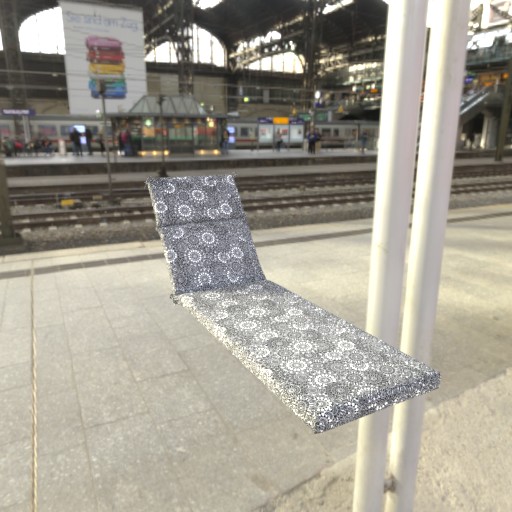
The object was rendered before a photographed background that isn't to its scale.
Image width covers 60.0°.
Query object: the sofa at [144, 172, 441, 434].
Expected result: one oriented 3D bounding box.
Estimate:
[{"bbox_3d":[0.000,0.000,1.993,0.582,0.622,1.663,-8,17,-28],"label":"sofa"}]
